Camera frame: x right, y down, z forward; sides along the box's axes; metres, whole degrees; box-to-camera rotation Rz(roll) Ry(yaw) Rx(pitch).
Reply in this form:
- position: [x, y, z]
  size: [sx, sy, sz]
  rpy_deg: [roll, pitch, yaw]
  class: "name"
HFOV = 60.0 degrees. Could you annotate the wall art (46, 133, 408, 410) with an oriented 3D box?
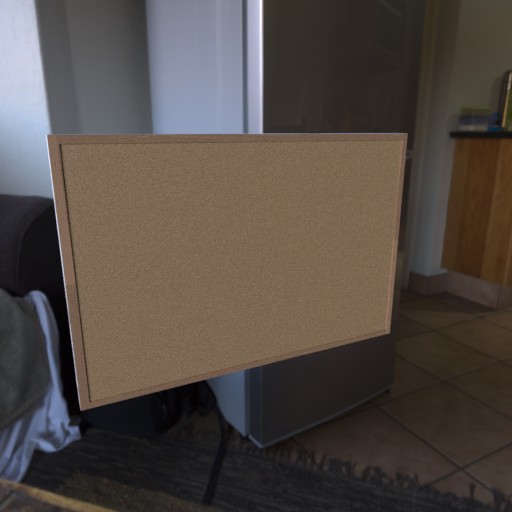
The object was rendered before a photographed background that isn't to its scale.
- position: [0.000, 0.000, 0.766]
  size: [0.613, 0.407, 0.035]
  rpy_deg: [-8, 18, -25]
  class: "wall art"
